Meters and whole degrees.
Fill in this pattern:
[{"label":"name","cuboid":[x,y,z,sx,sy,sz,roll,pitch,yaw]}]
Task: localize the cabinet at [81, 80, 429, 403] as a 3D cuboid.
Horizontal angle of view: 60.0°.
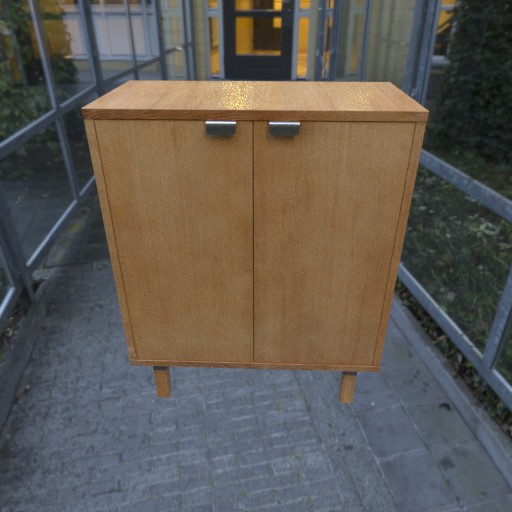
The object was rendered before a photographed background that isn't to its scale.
[{"label":"cabinet","cuboid":[0.000,0.000,1.434,0.800,1.001,0.419,1,30,2]}]
